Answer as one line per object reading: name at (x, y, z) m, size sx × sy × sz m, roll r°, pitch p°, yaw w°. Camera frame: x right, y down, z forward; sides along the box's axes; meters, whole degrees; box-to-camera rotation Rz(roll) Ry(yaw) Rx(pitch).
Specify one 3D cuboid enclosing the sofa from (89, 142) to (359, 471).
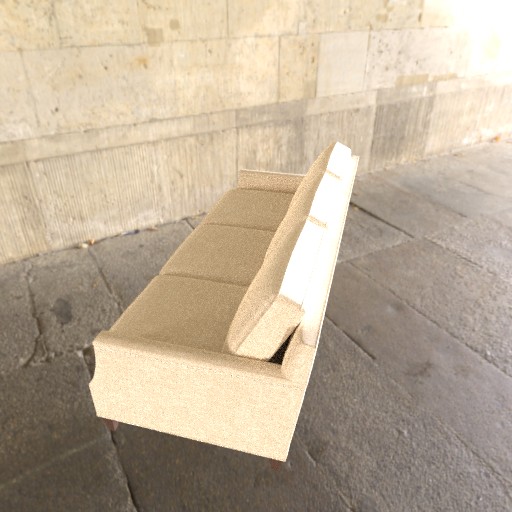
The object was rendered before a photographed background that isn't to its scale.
sofa at (0.000, 0.000, 2.773) m, size 1.041 × 0.940 × 2.210 m, roll 8°, pitch 32°, yaw 13°
